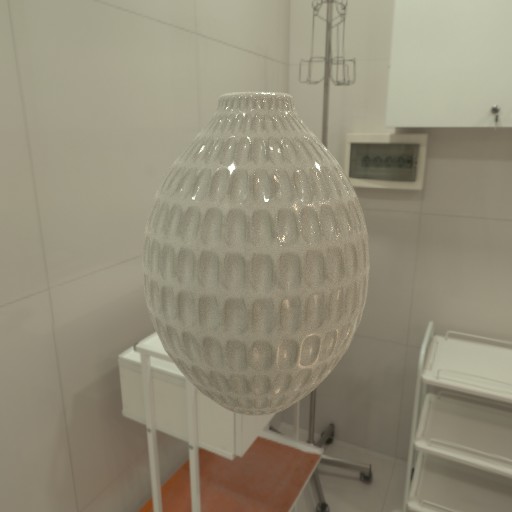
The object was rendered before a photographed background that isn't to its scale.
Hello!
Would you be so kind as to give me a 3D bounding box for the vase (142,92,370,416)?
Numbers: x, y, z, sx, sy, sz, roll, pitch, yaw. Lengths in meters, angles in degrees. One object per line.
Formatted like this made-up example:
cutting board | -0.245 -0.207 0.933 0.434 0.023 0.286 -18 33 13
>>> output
vase | 0.000 0.000 0.324 0.162 0.223 0.162 0 16 0
